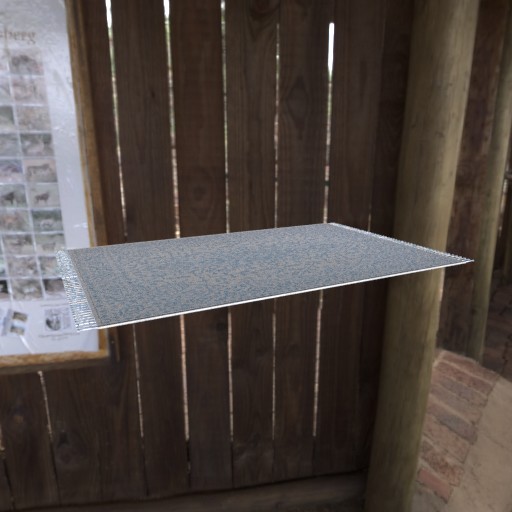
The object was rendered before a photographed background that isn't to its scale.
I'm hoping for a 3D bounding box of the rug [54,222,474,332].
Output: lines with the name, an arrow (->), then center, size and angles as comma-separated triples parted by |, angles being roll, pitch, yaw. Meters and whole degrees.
rug -> 0.000, 0.000, 3.025 | 2.438, 0.010, 1.524 | -7, 17, -26
